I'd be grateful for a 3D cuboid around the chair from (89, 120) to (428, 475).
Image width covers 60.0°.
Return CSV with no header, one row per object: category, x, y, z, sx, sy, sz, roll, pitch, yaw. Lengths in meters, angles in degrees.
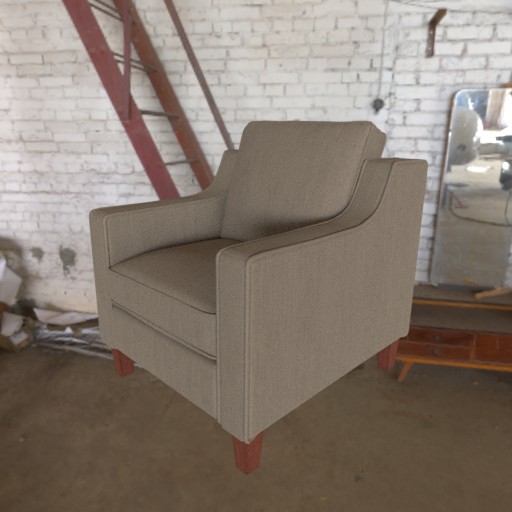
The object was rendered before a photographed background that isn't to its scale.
chair,0.000,0.000,1.641,0.909,0.960,0.831,-16,23,-42
